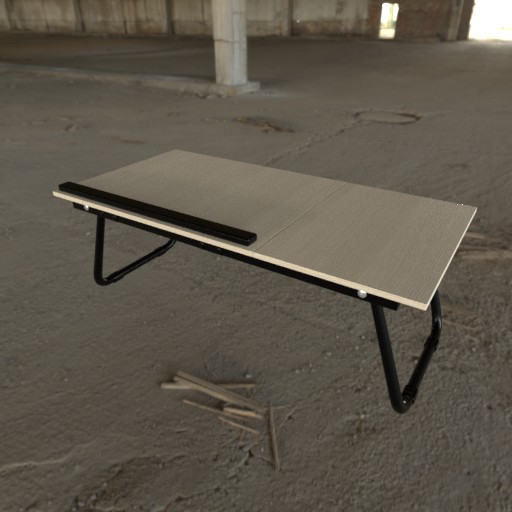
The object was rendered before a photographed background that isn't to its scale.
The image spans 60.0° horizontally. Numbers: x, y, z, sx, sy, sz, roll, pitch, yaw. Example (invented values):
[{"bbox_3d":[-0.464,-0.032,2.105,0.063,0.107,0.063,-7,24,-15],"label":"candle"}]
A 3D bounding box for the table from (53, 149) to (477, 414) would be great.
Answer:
[{"bbox_3d":[0.000,0.000,0.799,0.644,0.242,0.322,17,33,28],"label":"table"}]
